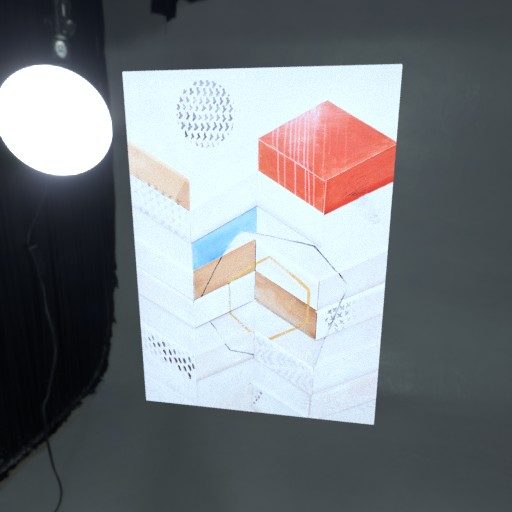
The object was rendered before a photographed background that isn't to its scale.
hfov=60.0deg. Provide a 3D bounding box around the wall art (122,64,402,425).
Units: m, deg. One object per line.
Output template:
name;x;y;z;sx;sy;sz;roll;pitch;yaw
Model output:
wall art;0.000;0.000;1.080;0.613;0.848;0.036;3;15;10
